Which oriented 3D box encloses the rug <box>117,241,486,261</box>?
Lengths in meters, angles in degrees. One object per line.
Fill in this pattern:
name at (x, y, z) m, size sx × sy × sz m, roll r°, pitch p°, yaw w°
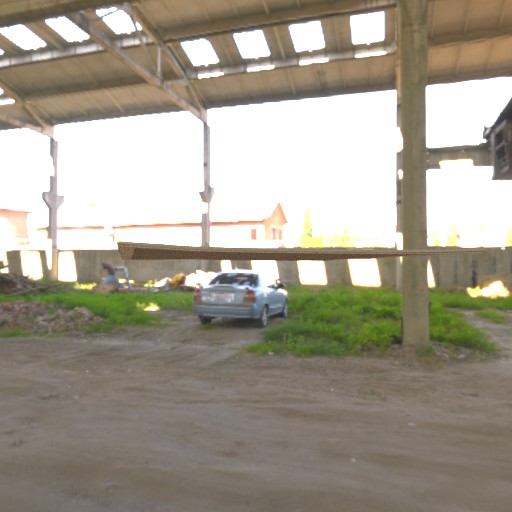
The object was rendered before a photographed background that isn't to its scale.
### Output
rug at (0.000, 0.000, 4.102) m, size 2.399 × 0.054 × 3.011 m, roll 1°, pitch -2°, yaw -16°
